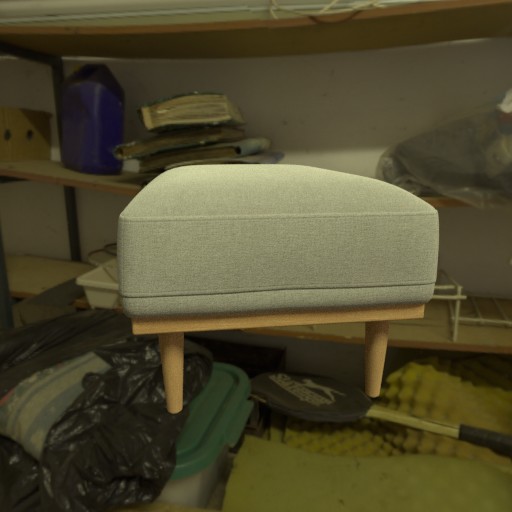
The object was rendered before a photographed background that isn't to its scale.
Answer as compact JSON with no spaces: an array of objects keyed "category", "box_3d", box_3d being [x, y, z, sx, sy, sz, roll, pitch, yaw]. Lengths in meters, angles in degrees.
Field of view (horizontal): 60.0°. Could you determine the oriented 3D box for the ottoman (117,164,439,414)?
[{"category":"ottoman","box_3d":[0.000,0.000,1.089,0.549,0.428,0.749,-2,14,-8]}]
